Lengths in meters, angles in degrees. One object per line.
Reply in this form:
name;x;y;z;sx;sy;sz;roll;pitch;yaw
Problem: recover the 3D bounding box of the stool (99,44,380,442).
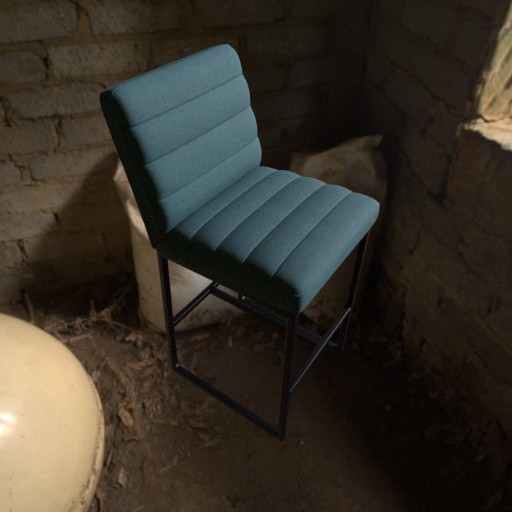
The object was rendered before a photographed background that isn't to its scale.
stool;0.000;0.000;1.341;0.560;1.040;0.460;25;47;25
